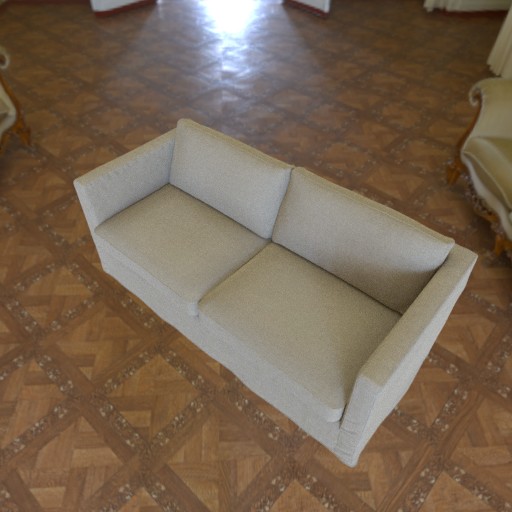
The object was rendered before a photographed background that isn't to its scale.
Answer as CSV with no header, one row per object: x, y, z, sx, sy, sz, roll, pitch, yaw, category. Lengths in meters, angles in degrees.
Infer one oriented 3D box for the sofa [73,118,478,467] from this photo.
0.000,0.000,2.469,1.987,0.847,0.956,32,53,27,sofa
